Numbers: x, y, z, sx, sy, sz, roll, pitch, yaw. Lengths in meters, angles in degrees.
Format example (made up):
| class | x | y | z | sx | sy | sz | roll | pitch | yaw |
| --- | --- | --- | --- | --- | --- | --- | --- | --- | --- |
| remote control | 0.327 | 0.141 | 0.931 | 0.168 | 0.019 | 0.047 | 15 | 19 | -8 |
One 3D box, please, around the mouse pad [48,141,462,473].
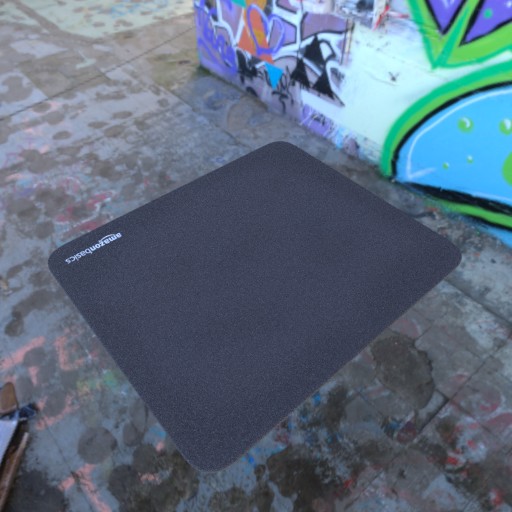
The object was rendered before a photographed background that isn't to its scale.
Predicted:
| class | x | y | z | sx | sy | sz | roll | pitch | yaw |
| --- | --- | --- | --- | --- | --- | --- | --- | --- | --- |
| mouse pad | 0.000 | 0.000 | 0.335 | 0.249 | 0.002 | 0.211 | -32 | 55 | -26 |
